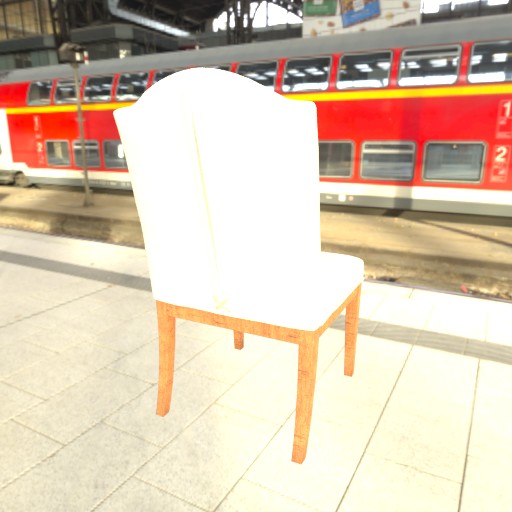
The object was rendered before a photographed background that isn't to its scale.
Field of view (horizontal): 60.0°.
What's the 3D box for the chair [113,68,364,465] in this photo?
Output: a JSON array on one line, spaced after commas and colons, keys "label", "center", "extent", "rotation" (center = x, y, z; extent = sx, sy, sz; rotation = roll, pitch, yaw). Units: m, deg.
[{"label": "chair", "center": [0.000, 0.000, 1.372], "extent": [0.534, 1.012, 0.648], "rotation": [8, 17, 26]}]
